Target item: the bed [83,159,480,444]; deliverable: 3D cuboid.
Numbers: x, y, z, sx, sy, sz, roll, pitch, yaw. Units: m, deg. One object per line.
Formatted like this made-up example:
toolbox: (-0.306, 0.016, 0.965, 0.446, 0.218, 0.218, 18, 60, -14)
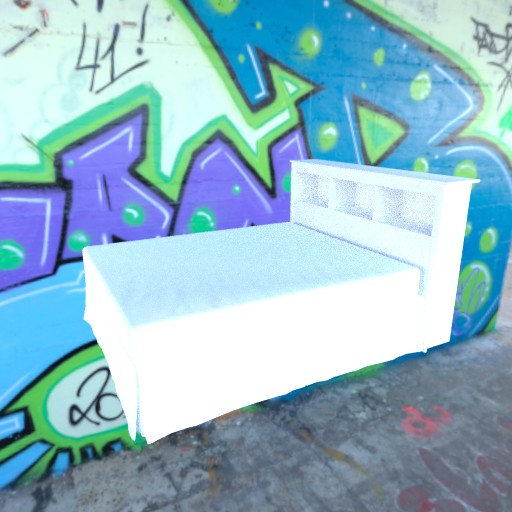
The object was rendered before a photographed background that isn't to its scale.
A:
bed: (0.000, 0.000, 3.021, 2.133, 1.092, 1.671, -9, 19, -27)
